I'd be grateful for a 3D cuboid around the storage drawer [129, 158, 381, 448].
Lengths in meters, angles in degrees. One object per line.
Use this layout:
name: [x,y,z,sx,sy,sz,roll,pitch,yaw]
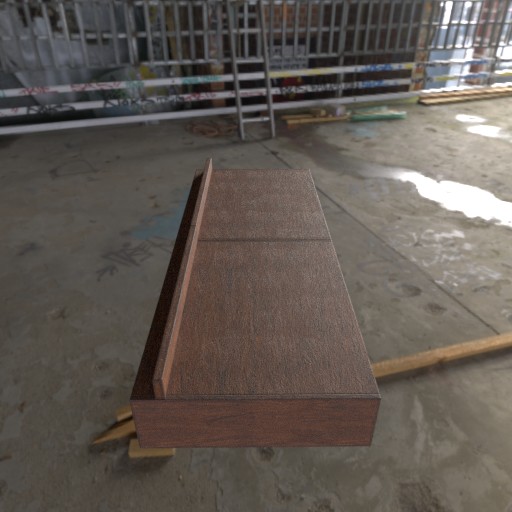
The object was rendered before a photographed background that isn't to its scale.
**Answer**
storage drawer: [0.000,0.000,2.182,0.774,0.339,1.914,0,32,-1]
